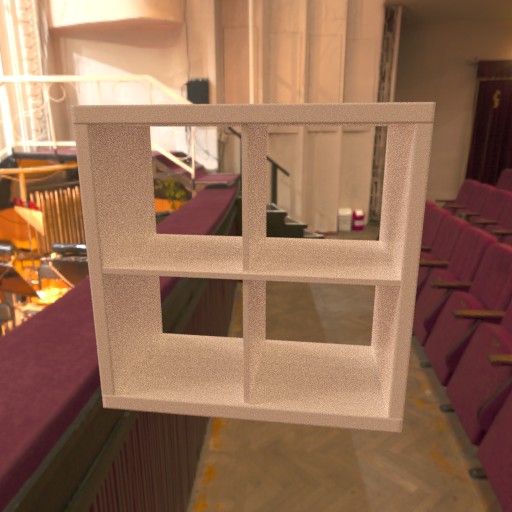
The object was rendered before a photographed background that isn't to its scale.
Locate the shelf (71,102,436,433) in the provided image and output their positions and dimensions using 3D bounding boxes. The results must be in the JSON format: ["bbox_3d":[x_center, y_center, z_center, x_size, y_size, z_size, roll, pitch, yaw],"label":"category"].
[{"bbox_3d":[0.000,0.000,1.243,0.790,0.786,0.390,2,16,8],"label":"shelf"}]
